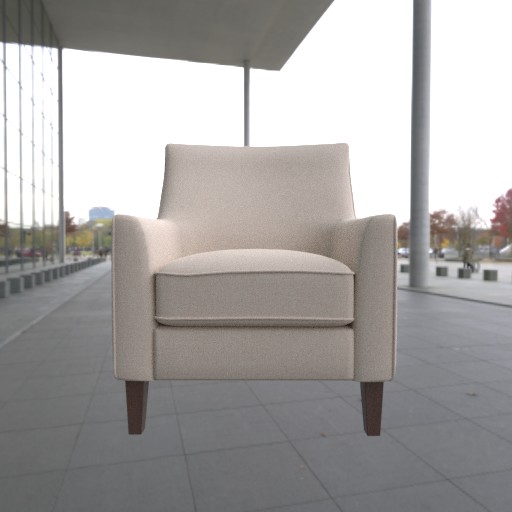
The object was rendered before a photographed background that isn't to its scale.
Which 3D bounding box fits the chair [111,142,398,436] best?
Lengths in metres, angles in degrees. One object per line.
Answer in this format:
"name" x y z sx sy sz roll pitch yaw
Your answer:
"chair" 0.000 0.000 1.544 0.756 0.916 0.879 0 1 1
